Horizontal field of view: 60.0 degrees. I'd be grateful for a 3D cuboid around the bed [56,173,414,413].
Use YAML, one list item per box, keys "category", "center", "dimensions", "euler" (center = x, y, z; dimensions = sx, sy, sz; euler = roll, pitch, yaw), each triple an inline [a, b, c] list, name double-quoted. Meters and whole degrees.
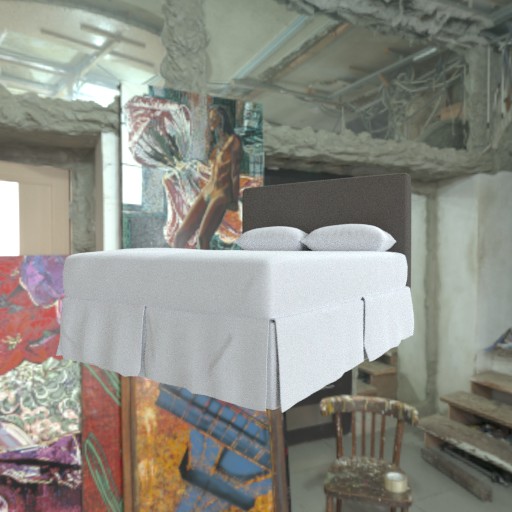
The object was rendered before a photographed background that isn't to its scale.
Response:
- category: "bed"
  center: [0.000, 0.000, 3.180]
  dimensions: [1.723, 1.330, 2.142]
  euler: [1, 1, 35]
